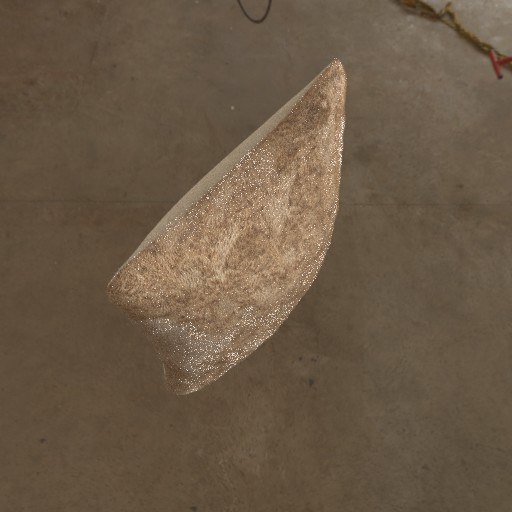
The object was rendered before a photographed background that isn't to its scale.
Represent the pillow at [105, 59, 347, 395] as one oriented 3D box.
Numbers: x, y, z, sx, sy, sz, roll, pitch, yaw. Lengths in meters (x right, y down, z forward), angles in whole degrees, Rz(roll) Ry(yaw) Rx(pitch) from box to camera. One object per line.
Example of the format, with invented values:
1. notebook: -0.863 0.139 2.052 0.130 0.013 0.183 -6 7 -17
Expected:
1. pillow: 0.000 0.000 0.833 0.216 0.525 0.538 33 64 18
